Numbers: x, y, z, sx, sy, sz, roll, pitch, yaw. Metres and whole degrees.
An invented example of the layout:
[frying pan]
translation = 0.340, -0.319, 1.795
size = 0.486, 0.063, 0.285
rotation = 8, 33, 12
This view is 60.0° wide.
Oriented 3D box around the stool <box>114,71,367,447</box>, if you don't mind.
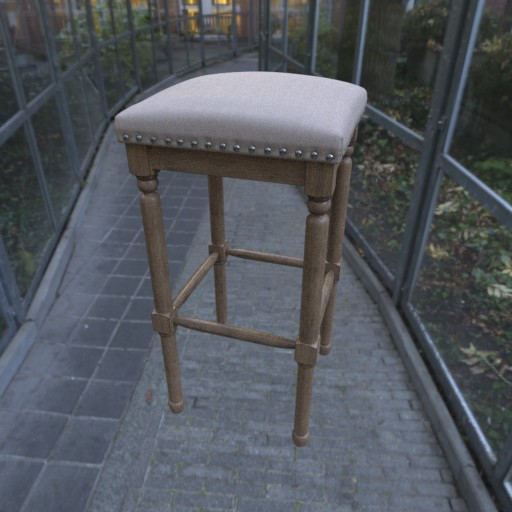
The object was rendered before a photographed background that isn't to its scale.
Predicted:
[stool]
translation = 0.000, 0.000, 1.006
size = 0.383, 0.768, 0.382
rotation = 9, 32, 15
